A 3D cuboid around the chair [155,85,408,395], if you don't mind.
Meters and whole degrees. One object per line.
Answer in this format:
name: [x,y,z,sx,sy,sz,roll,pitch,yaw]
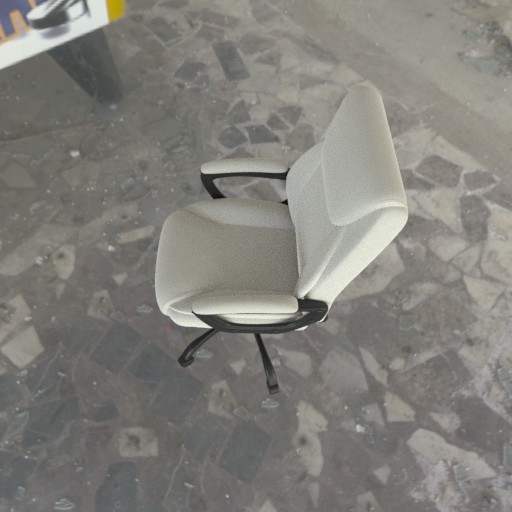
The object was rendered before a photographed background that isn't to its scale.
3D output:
chair: [0.000,0.000,1.475,0.669,1.065,0.663,-1,59,0]
